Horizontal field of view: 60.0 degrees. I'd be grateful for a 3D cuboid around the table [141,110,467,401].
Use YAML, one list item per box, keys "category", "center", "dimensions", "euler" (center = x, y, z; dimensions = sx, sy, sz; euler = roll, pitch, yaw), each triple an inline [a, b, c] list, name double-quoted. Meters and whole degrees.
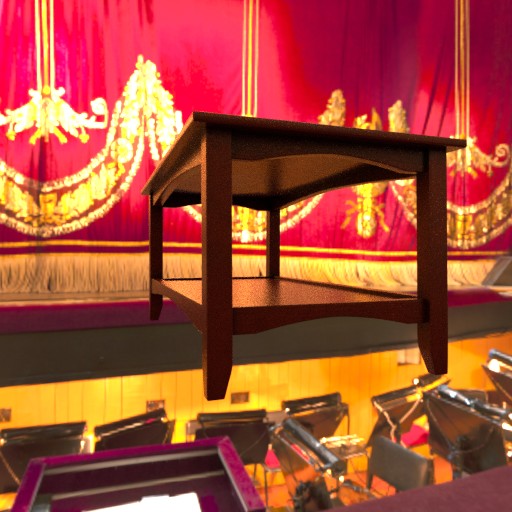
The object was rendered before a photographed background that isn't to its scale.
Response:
- category: "table"
  center: [0.000, 0.000, 1.211]
  dimensions: [0.533, 0.456, 0.943]
  euler: [0, 1, -19]
